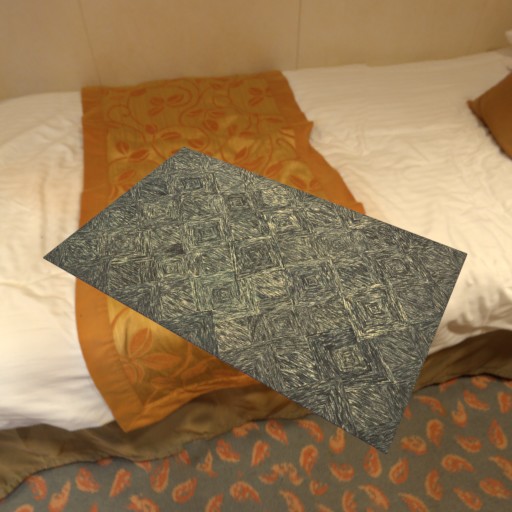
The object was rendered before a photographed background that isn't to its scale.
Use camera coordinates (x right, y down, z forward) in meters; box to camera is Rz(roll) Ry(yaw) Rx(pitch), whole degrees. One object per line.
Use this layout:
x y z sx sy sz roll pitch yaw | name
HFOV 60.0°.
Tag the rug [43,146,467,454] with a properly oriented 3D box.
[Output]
0.000 0.000 2.878 2.330 0.017 1.478 24 52 21 | rug
